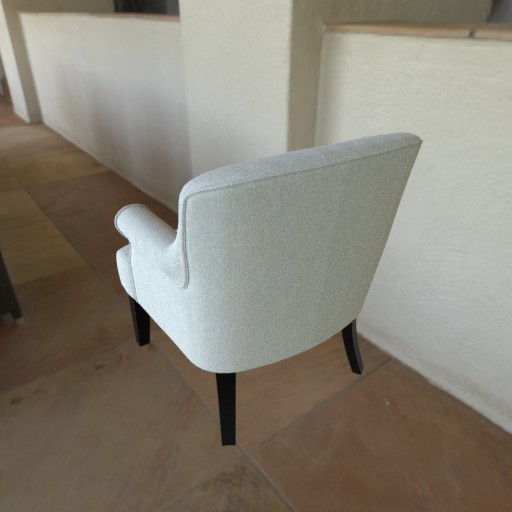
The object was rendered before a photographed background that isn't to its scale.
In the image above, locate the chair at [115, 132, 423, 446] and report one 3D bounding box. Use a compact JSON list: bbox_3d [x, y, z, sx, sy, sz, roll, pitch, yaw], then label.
[{"bbox_3d":[0.000,0.000,1.449,0.781,0.875,0.750,-18,34,-29],"label":"chair"}]
